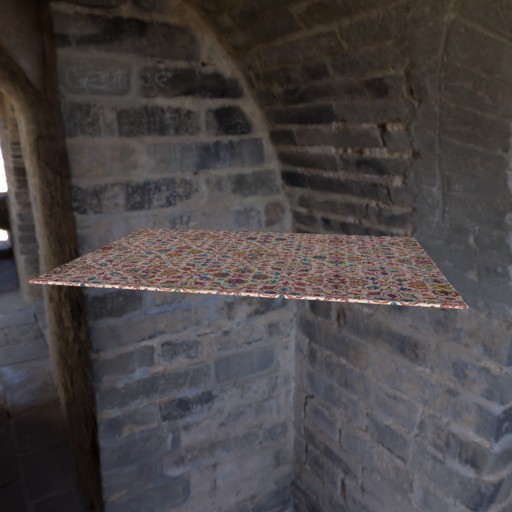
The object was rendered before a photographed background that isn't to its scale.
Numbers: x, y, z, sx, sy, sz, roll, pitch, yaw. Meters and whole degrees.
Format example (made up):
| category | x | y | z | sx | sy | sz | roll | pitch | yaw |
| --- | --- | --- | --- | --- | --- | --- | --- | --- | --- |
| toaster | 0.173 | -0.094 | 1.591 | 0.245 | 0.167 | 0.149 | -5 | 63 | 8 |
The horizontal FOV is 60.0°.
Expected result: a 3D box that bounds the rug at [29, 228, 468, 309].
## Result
| category | x | y | z | sx | sy | sz | roll | pitch | yaw |
| --- | --- | --- | --- | --- | --- | --- | --- | --- | --- |
| rug | 0.000 | 0.000 | 3.004 | 2.297 | 0.018 | 1.541 | 3 | 15 | 10 |
